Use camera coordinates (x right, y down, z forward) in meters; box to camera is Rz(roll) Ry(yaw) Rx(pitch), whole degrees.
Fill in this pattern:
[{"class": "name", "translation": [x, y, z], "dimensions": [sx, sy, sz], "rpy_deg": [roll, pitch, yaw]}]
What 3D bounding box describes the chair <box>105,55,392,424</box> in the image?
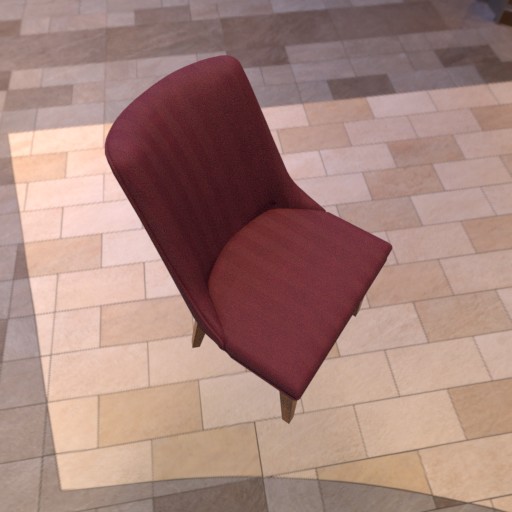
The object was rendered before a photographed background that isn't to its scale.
[{"class": "chair", "translation": [0.000, 0.000, 1.304], "dimensions": [0.638, 0.916, 0.548], "rpy_deg": [30, 63, 17]}]
